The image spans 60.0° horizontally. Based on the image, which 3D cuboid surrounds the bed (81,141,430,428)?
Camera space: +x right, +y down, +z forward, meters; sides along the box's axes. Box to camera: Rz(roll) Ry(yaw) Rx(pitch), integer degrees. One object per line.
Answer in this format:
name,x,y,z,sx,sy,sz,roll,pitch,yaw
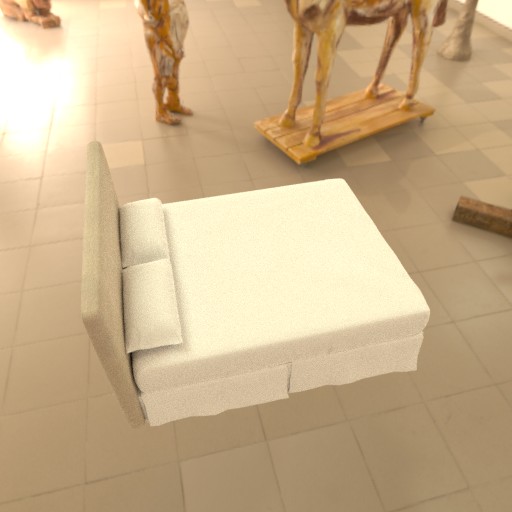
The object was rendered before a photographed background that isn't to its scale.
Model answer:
bed,0.000,0.000,3.303,2.162,1.330,1.713,-10,46,-10
